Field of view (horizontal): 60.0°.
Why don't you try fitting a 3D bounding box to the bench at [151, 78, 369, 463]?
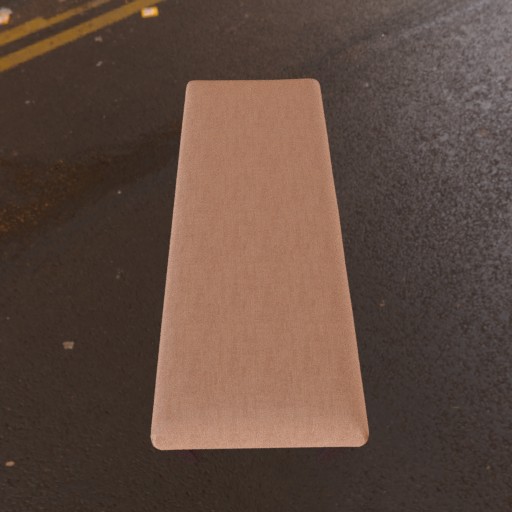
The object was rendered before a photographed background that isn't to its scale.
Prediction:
[{"bbox_3d":[0.000,0.000,1.219,0.407,0.456,1.013,-1,58,0],"label":"bench"}]
